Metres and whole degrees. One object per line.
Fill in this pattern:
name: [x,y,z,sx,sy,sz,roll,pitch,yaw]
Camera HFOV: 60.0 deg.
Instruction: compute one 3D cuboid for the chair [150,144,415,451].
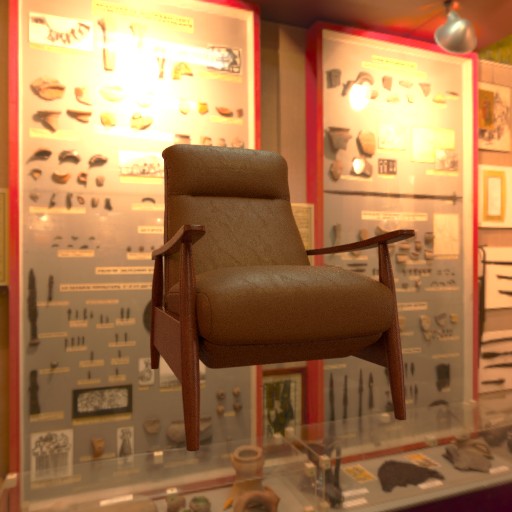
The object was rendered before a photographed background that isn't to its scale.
chair: [0.000,0.000,1.801,0.762,1.082,1.014,0,0,-19]
